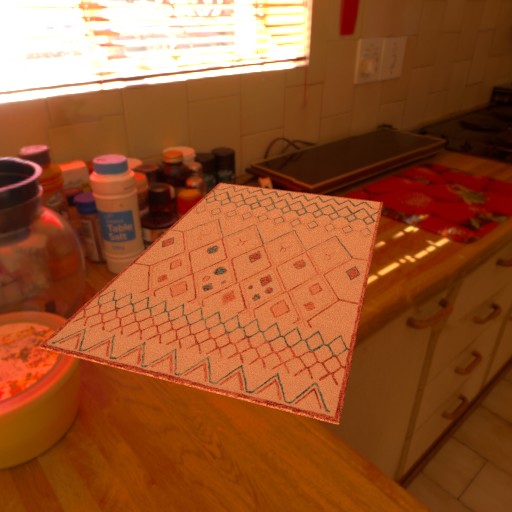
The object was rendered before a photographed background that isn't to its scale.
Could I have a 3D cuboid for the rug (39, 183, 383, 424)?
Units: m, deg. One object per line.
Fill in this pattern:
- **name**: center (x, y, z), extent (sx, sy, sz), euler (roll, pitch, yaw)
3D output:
- **rug**: center (0.000, 0.000, 3.046), extent (1.524, 0.015, 2.438), euler (9, 31, 16)
